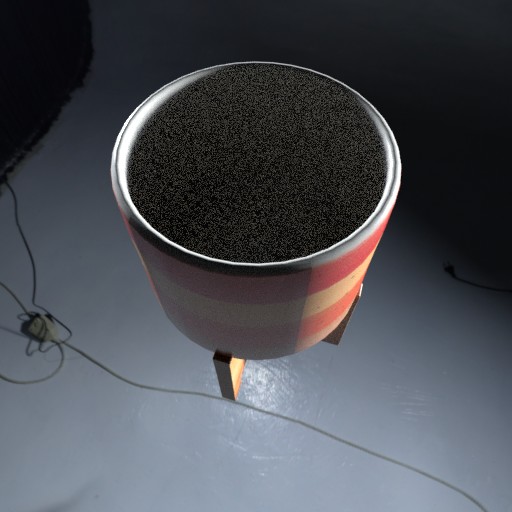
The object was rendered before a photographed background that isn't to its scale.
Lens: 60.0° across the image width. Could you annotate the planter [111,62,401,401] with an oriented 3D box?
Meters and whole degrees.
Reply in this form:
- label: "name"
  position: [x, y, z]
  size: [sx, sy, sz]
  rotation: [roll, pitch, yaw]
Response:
- label: "planter"
  position: [0.000, 0.000, 0.405]
  size: [0.199, 0.268, 0.199]
  rotation: [0, 58, 0]
